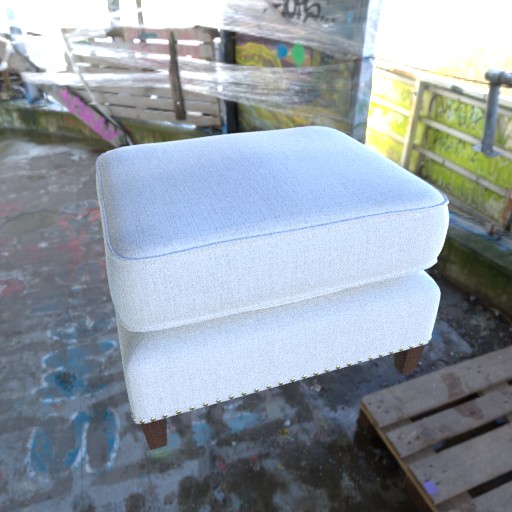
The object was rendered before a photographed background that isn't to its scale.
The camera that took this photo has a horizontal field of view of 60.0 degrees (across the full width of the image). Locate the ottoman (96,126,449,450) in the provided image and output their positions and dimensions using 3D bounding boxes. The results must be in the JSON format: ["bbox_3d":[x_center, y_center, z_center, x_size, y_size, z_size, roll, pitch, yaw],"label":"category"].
[{"bbox_3d":[0.000,0.000,1.147,0.738,0.537,0.589,-11,34,-16],"label":"ottoman"}]
